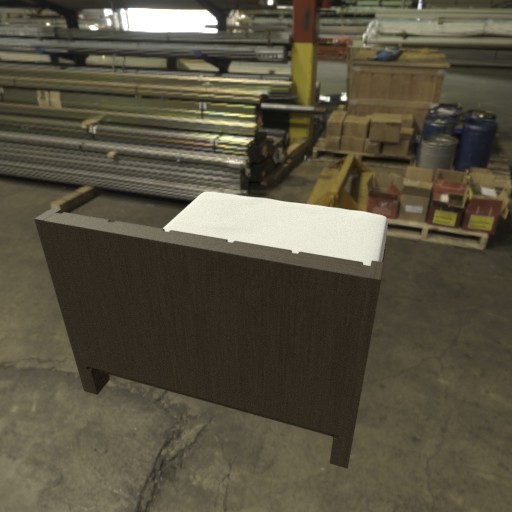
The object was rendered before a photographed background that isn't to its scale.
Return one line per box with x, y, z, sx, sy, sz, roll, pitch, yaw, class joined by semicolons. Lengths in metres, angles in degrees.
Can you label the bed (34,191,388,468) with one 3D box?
0.000;0.000;3.156;1.735;1.261;1.992;10;33;16;bed
